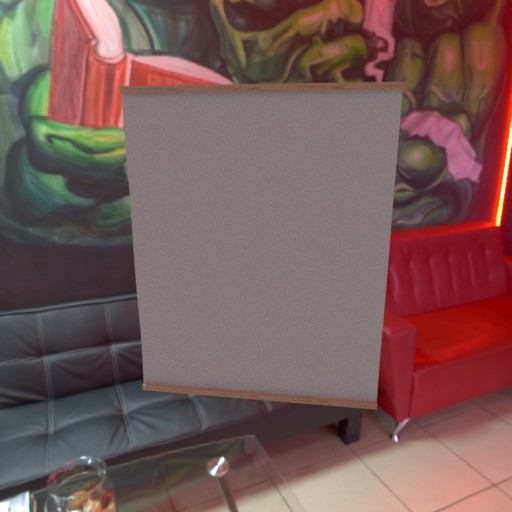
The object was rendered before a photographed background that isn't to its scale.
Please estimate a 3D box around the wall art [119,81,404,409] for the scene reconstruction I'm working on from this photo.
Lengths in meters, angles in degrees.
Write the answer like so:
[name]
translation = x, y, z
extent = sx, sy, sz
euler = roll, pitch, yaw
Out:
[wall art]
translation = 0.000, 0.000, 0.700
extent = 0.406, 0.508, 0.013
euler = 2, 16, 8
